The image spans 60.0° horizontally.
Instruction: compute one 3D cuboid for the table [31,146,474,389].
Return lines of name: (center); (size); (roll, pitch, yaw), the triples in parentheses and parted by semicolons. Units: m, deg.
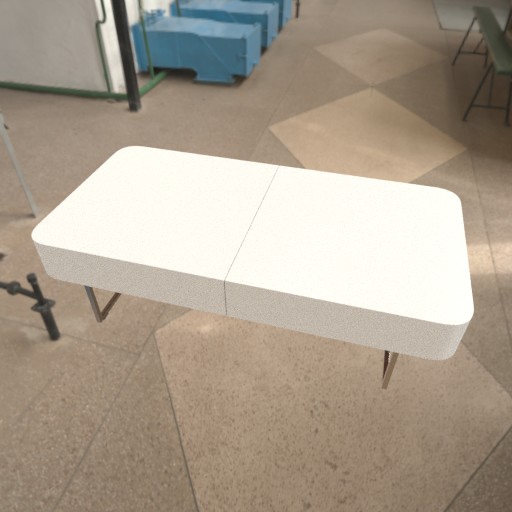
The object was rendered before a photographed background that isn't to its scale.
table: (0.000, 0.000, 1.450); (1.200, 0.340, 0.600); (10, 42, 12)
